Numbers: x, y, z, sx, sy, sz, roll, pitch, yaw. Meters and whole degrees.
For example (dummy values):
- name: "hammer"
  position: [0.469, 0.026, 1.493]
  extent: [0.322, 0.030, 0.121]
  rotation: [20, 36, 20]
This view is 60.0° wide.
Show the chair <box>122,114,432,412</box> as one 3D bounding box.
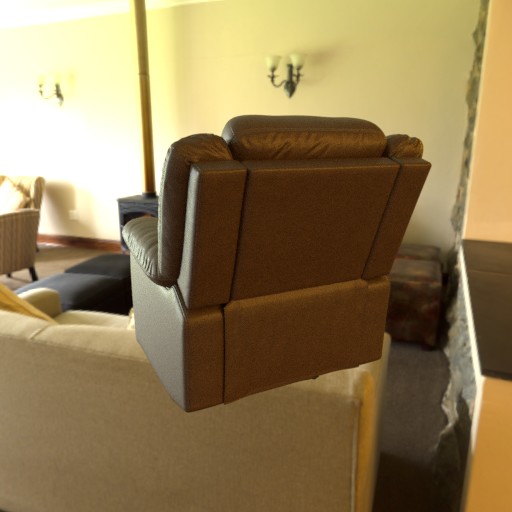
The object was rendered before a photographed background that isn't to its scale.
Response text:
- name: "chair"
  position: [0.000, 0.000, 1.713]
  extent: [0.899, 1.009, 0.934]
  rotation: [-7, 16, -26]
